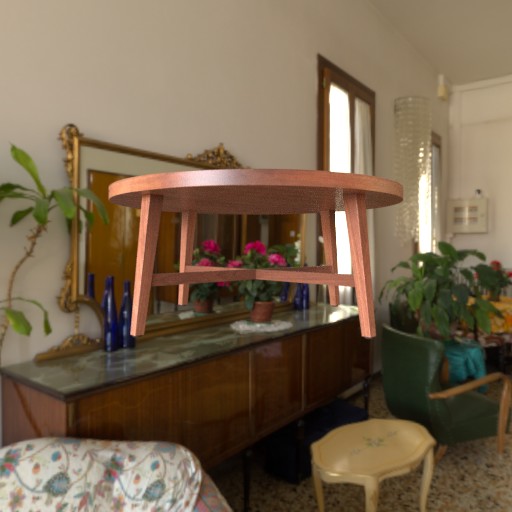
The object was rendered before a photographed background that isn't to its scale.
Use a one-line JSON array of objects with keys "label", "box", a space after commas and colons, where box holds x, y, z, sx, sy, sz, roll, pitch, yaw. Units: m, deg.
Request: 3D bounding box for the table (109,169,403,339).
[{"label": "table", "box": [0.000, 0.000, 1.272, 0.800, 0.360, 0.800, 0, 1, 0]}]
